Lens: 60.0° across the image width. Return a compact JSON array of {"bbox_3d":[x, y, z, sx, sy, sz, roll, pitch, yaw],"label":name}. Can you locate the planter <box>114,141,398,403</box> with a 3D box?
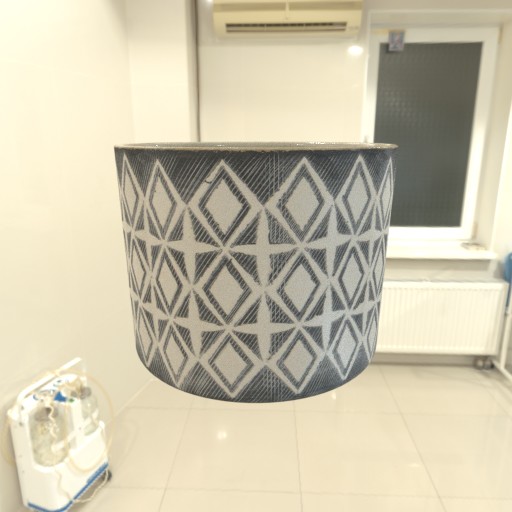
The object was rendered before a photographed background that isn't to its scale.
[{"bbox_3d":[0.000,0.000,0.335,0.192,0.165,0.192,0,15,0],"label":"planter"}]
